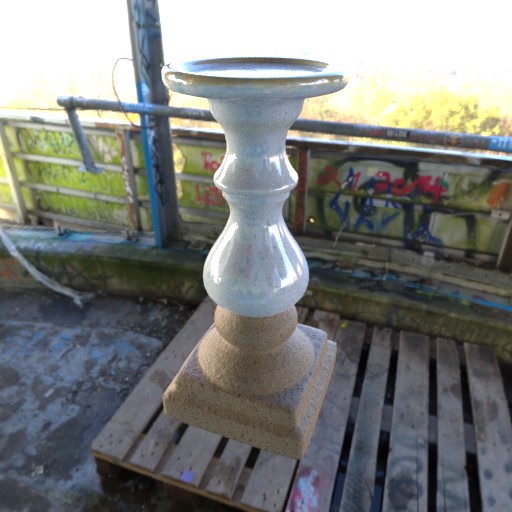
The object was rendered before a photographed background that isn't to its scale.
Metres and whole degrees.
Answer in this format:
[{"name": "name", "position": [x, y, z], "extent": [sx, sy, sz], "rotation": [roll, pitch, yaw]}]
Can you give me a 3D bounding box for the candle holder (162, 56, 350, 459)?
[{"name": "candle holder", "position": [0.000, 0.000, 0.299], "extent": [0.110, 0.239, 0.110], "rotation": [11, 31, 18]}]
